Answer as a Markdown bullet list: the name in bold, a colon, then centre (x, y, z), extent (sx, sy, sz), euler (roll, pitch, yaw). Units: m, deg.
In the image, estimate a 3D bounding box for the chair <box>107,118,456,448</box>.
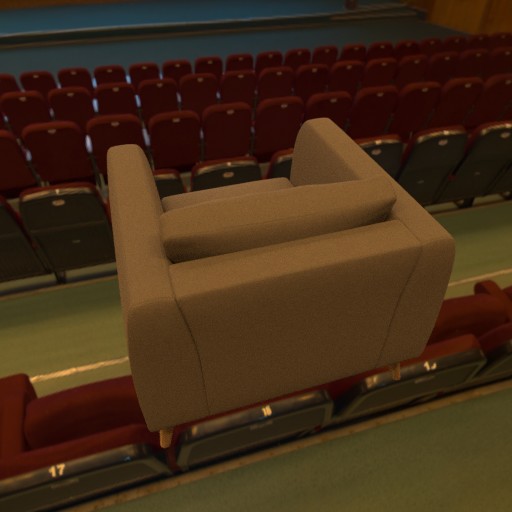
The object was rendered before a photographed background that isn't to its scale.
- **chair**: centre (0.000, 0.000, 1.684), extent (1.000, 0.860, 0.930), euler (-12, 42, -13)
